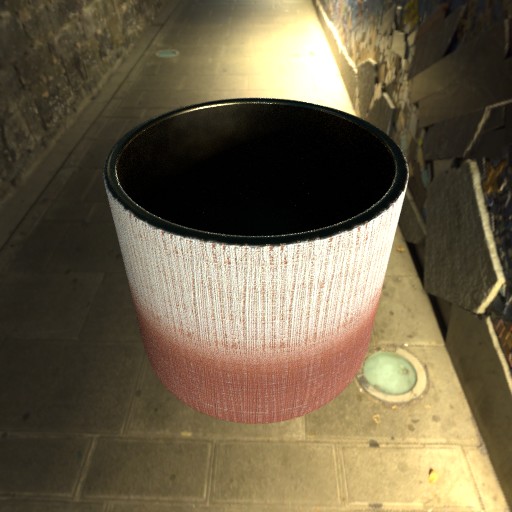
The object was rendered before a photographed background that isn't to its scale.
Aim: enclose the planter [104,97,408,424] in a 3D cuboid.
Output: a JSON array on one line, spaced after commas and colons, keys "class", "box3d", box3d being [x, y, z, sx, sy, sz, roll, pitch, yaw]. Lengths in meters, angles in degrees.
[{"class": "planter", "box3d": [0.000, 0.000, 0.389, 0.221, 0.201, 0.221, 0, 40, 0]}]
